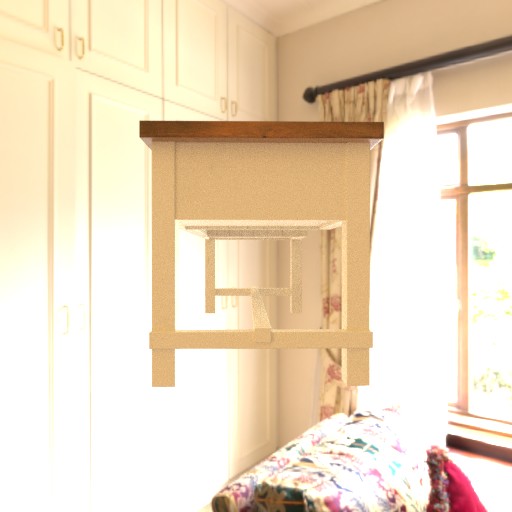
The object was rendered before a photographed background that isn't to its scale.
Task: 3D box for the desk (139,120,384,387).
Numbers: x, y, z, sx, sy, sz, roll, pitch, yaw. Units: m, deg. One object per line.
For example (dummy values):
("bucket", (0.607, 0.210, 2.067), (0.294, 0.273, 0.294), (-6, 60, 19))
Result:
("desk", (0.000, 0.000, 2.150), (0.688, 0.762, 1.803), (0, 0, -1))
